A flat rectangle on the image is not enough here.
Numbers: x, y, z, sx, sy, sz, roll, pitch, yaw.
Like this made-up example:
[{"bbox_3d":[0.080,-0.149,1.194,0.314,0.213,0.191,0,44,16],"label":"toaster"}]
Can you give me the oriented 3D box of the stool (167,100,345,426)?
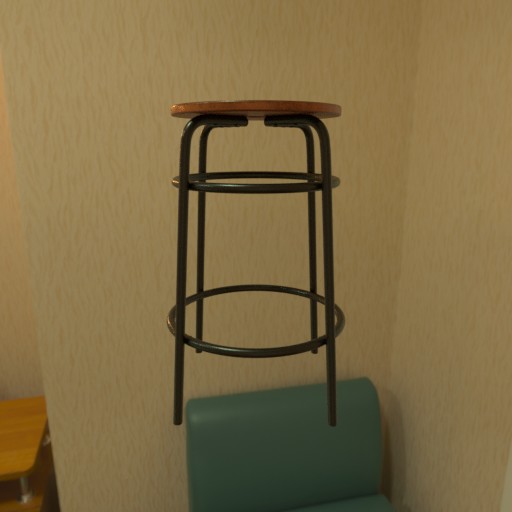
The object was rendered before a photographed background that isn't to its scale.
[{"bbox_3d":[0.000,0.000,0.958,0.455,0.610,0.455,-14,20,-43],"label":"stool"}]
